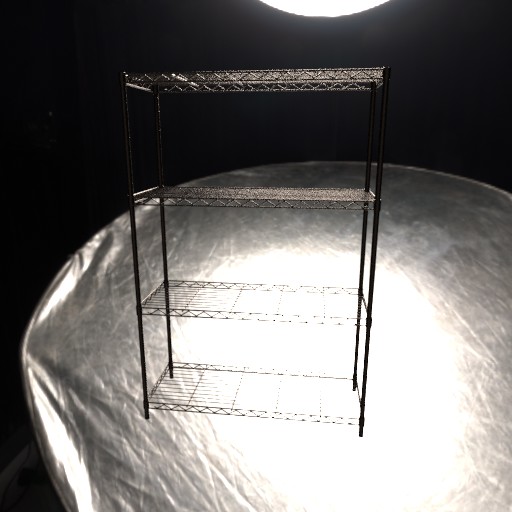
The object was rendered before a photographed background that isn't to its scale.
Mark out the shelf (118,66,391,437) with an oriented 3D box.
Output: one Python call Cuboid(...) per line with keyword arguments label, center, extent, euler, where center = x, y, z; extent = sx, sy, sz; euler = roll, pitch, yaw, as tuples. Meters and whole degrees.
Cuboid(label="shelf", center=(0.000, 0.000, 1.795), extent=(0.907, 1.361, 0.352), euler=(2, 15, 7))
